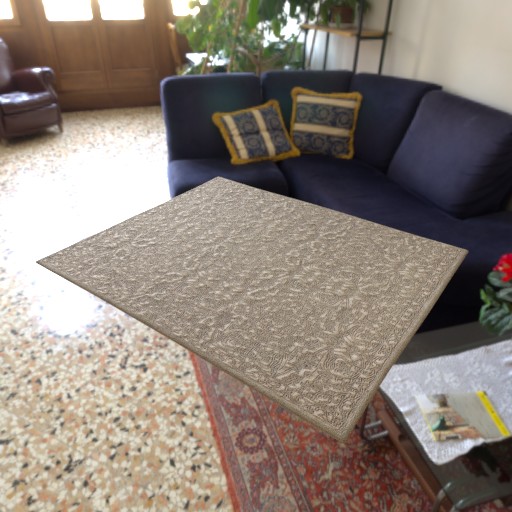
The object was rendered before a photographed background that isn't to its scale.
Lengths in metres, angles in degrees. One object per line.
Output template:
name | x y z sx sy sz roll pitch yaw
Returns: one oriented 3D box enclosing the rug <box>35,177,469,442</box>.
rug | 0.000 0.000 3.971 3.017 0.035 2.472 21 38 30
